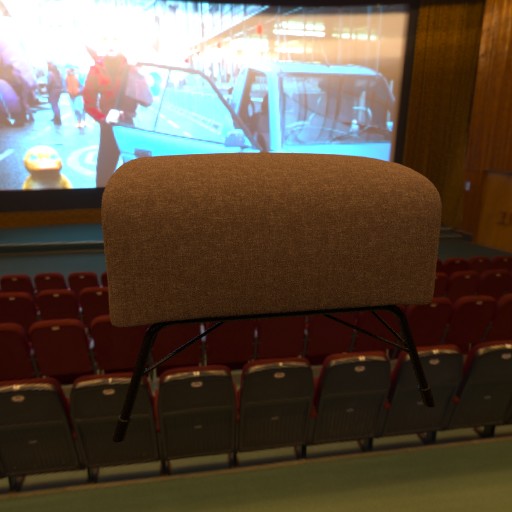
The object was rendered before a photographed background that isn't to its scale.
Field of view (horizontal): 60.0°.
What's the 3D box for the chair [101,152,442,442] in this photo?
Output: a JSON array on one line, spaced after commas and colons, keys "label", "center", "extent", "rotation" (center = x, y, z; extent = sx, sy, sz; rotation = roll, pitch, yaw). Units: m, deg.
[{"label": "chair", "center": [0.000, 0.000, 0.902], "extent": [0.530, 0.410, 0.530], "rotation": [-3, 16, -10]}]
